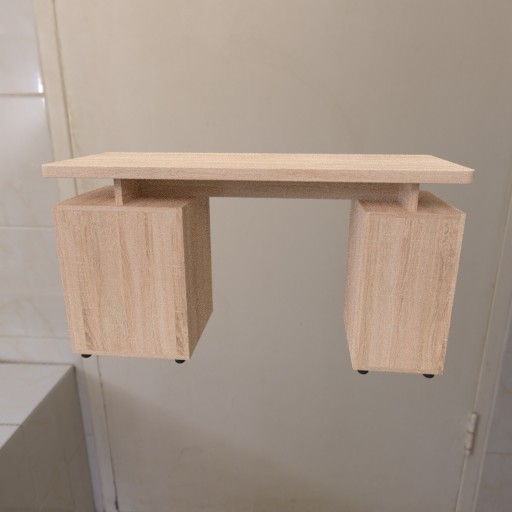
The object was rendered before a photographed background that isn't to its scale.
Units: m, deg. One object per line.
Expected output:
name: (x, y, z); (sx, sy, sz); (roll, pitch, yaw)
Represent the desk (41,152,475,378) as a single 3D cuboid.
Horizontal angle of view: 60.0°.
desk: (0.000, 0.000, 1.779); (1.400, 0.760, 0.550); (2, 18, 6)
